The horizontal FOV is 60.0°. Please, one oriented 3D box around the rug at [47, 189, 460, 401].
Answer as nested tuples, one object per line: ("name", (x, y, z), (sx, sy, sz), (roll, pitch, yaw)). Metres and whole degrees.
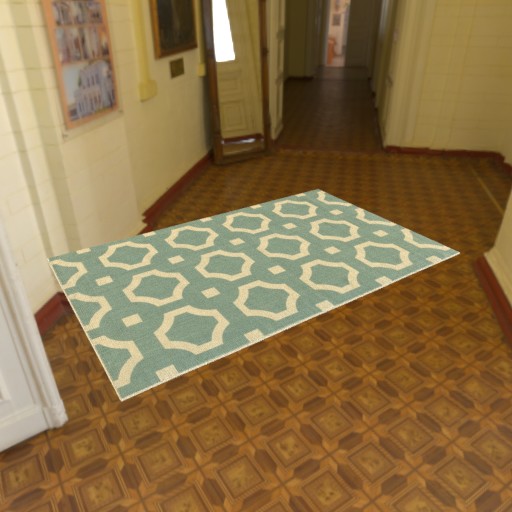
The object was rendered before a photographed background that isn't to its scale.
("rug", (0.000, 0.000, 3.088), (2.443, 0.015, 1.528), (-18, 34, -29))
